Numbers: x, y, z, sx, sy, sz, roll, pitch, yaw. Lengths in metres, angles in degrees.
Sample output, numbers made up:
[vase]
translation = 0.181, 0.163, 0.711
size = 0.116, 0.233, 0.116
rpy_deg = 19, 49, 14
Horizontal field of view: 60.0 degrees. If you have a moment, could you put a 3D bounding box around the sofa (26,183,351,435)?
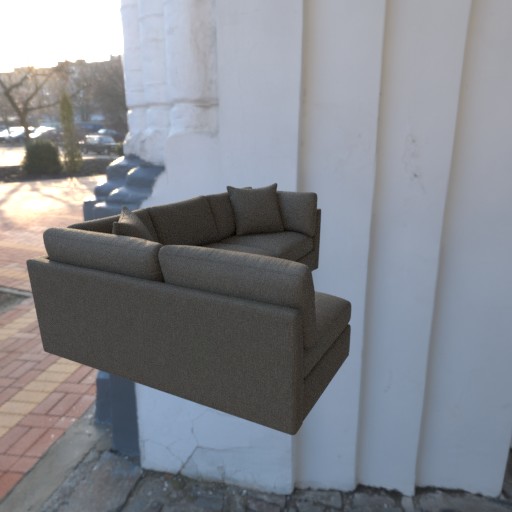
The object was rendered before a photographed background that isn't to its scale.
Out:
[sofa]
translation = 0.000, 0.000, 3.814
size = 1.994, 0.978, 2.896
rpy_deg = 8, 18, 27
